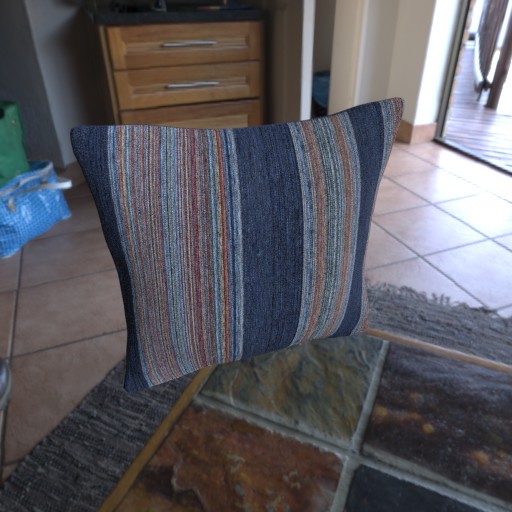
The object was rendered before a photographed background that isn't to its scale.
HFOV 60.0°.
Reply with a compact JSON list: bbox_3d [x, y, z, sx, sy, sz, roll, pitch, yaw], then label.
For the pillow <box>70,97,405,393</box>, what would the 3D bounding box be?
[{"bbox_3d":[0.000,0.000,0.648,0.437,0.419,0.136,-11,33,-17],"label":"pillow"}]
